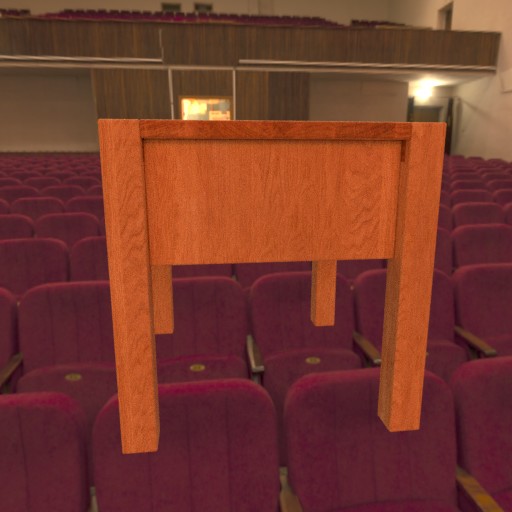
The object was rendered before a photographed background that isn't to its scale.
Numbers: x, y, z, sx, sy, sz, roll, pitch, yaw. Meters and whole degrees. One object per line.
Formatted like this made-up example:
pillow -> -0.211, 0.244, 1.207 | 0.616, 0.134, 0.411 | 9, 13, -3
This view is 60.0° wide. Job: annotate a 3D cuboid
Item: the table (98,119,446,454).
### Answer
table -> 0.000, 0.000, 0.830 | 0.440, 0.450, 0.480 | -2, 13, -7
